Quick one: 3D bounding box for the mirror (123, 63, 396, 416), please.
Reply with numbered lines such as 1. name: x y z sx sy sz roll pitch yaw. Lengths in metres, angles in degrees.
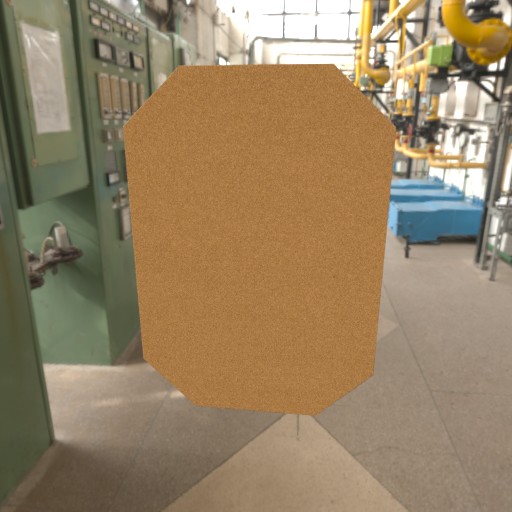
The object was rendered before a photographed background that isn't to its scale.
1. mirror: 0.000 0.000 1.281 0.709 1.015 0.061 2 18 7
